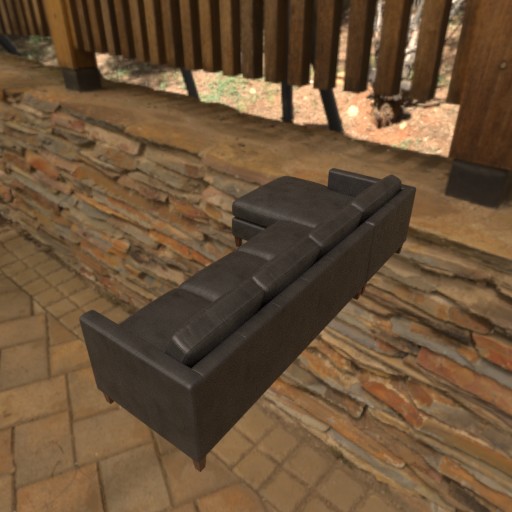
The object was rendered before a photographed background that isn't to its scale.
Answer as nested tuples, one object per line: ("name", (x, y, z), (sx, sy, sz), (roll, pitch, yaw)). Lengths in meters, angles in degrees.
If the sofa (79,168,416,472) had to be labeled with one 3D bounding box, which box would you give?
("sofa", (0.000, 0.000, 3.828), (1.581, 0.883, 3.203), (21, 37, 31))
